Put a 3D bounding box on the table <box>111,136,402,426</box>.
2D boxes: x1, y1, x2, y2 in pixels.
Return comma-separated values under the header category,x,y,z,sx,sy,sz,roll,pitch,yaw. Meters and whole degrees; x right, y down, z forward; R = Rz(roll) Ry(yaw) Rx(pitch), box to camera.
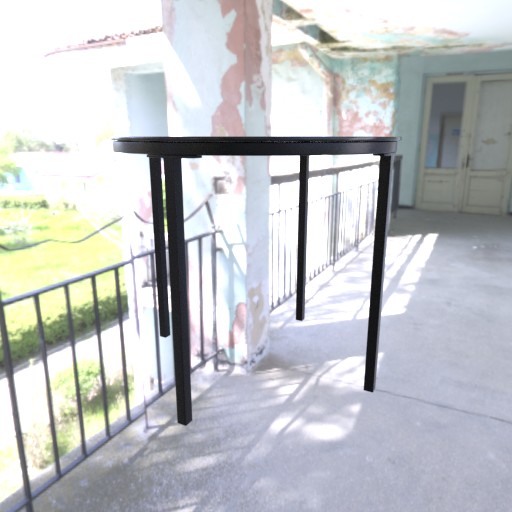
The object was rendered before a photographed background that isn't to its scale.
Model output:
category,x,y,z,sx,sy,sz,roll,pitch,yaw
table,0.000,0.000,0.853,0.499,0.443,0.499,0,15,0
